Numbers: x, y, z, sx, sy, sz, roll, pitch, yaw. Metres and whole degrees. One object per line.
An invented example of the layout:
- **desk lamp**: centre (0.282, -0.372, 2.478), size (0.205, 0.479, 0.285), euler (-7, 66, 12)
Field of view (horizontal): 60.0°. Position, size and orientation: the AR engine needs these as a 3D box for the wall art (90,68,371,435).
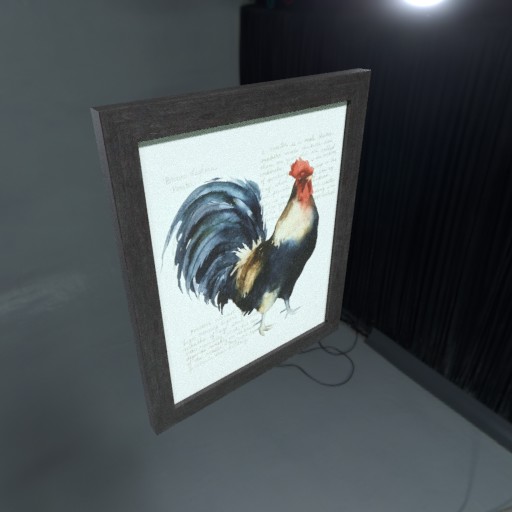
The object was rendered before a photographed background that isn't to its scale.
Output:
- **wall art**: centre (0.000, 0.000, 0.795), size (0.479, 0.580, 0.027), euler (-22, 38, -31)
